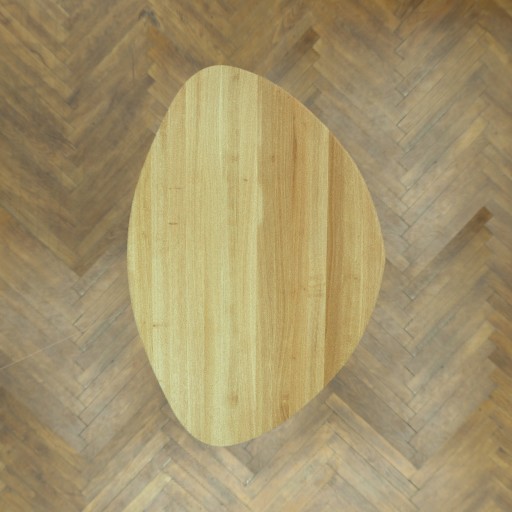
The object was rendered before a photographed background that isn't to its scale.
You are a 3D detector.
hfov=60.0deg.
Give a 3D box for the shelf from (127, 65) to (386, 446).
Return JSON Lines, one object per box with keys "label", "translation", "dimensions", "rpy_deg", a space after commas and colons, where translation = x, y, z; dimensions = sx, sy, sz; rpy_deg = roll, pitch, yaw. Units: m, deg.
{"label": "shelf", "translation": [0.000, 0.000, 1.668], "dimensions": [0.845, 0.440, 1.246], "rpy_deg": [0, 91, -1]}
